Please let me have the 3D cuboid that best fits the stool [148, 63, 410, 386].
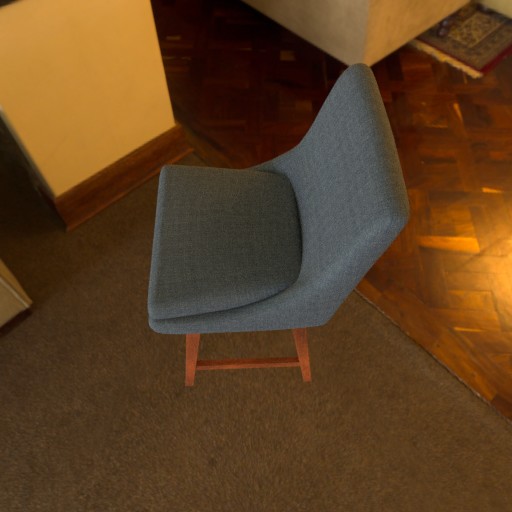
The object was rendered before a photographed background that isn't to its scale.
[{"bbox_3d":[0.000,0.000,1.205,0.524,0.895,0.467,-2,59,-1],"label":"stool"}]
